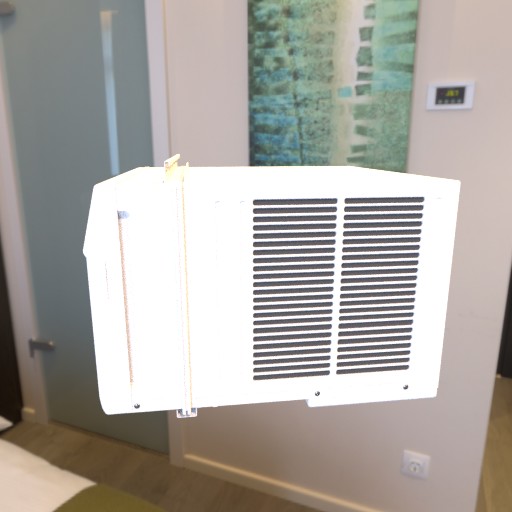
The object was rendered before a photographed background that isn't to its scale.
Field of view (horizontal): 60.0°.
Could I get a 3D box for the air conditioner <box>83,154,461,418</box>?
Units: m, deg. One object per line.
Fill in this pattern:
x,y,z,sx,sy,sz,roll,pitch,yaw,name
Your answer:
0.000,0.000,0.886,0.546,0.388,0.503,-2,14,-8,air conditioner
